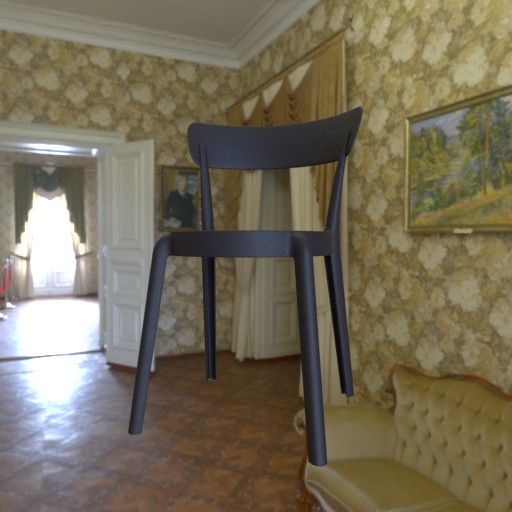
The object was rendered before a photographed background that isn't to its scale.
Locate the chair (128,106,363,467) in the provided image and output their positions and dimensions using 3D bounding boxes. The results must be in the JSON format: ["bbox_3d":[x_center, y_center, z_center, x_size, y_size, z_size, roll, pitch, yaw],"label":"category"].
[{"bbox_3d":[0.000,0.000,1.134,0.506,0.790,0.491,1,2,19],"label":"chair"}]
